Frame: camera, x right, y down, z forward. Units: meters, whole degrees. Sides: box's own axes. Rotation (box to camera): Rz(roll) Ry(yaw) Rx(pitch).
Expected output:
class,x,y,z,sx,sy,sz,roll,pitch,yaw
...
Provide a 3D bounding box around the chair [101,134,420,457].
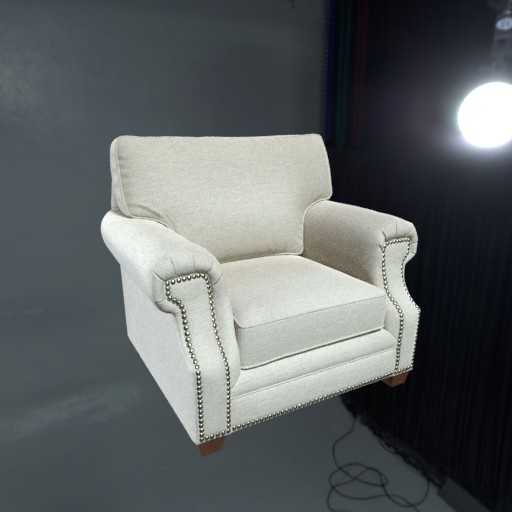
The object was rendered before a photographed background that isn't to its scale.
class,x,y,z,sx,sy,sz,roll,pitch,yaw
chair,0.000,0.000,1.824,1.092,0.961,0.965,-9,18,-28
